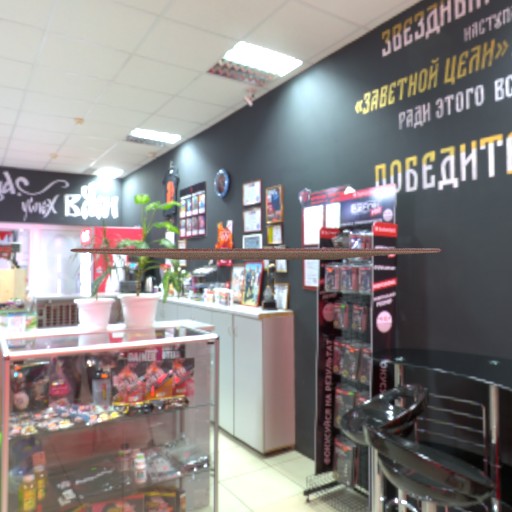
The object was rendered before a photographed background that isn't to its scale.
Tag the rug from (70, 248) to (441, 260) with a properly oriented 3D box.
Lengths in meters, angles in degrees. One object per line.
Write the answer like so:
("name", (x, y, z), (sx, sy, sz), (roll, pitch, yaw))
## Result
("rug", (0.000, 0.000, 3.066), (1.535, 0.022, 2.498), (0, -1, 0))
